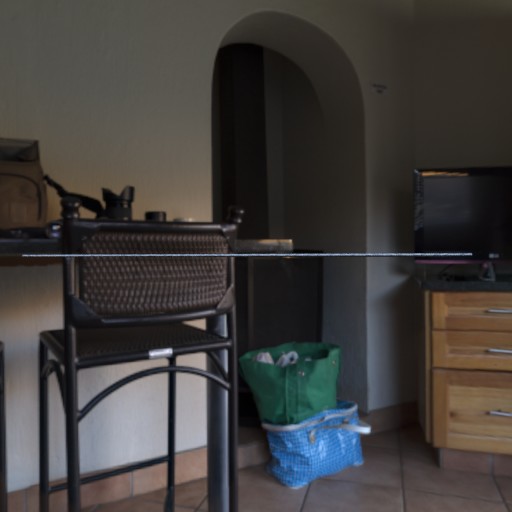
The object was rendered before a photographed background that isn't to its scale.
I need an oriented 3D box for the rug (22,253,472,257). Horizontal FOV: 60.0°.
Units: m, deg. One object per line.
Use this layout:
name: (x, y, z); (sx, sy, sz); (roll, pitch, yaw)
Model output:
rug: (0.000, 0.000, 2.991); (2.441, 0.008, 1.526); (0, 0, 18)
